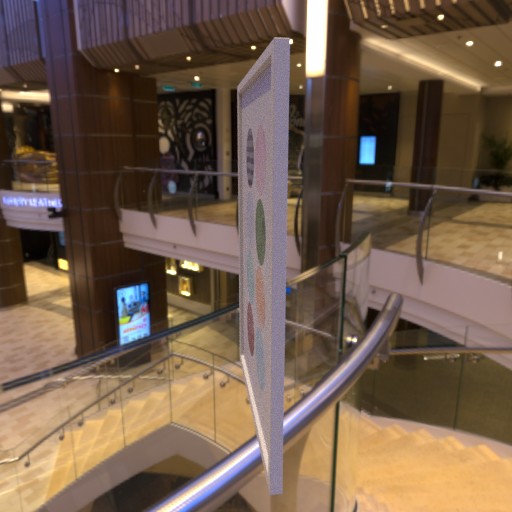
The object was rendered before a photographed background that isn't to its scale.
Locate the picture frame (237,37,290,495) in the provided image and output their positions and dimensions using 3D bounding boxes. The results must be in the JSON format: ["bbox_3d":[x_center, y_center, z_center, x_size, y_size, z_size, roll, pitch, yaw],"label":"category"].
[{"bbox_3d":[0.000,0.000,0.553,0.013,0.434,0.305,-2,14,-8],"label":"picture frame"}]
